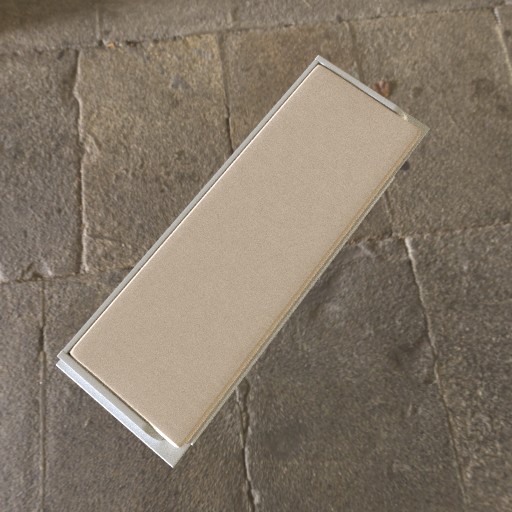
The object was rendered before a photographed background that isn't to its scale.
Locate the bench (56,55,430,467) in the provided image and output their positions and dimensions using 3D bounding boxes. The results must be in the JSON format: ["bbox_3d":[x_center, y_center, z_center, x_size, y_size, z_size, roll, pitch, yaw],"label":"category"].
[{"bbox_3d":[0.000,0.000,1.430,0.402,0.486,1.185,37,78,9],"label":"bench"}]
